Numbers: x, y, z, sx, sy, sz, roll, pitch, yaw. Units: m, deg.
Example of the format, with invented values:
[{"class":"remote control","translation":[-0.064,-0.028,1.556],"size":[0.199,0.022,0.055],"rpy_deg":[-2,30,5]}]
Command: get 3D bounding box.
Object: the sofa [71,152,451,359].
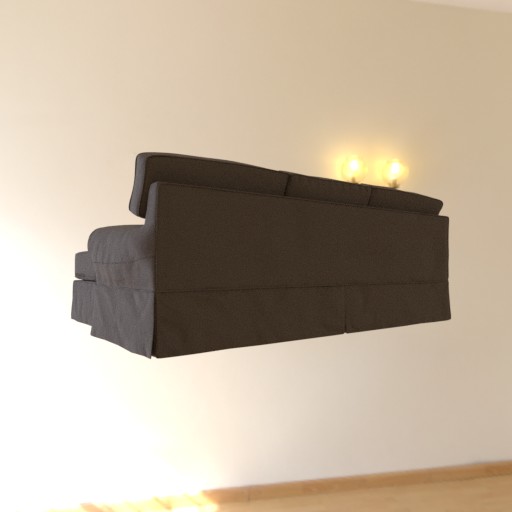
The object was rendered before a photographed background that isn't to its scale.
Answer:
[{"class":"sofa","translation":[0.000,0.000,3.336],"size":[2.475,0.978,1.733],"rpy_deg":[1,-2,-36]}]
